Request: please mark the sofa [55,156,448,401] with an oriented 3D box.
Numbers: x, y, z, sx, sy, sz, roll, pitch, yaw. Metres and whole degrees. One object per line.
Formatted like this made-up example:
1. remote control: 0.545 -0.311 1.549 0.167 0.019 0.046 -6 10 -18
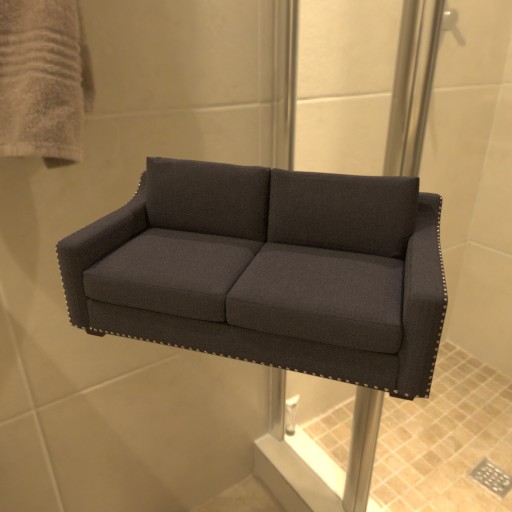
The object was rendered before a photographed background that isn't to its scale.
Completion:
1. sofa: 0.000 0.000 3.312 2.550 1.196 1.336 8 26 16
